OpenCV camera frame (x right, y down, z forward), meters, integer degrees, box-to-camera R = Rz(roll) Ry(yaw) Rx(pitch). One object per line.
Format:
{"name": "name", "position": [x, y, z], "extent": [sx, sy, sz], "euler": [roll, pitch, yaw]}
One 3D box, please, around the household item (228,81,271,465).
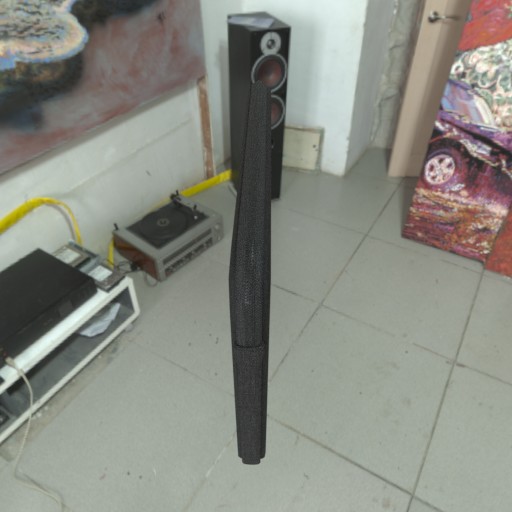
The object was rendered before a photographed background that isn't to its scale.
{"name": "household item", "position": [0.000, 0.000, 0.529], "extent": [0.030, 0.305, 0.396], "euler": [1, 41, 1]}
